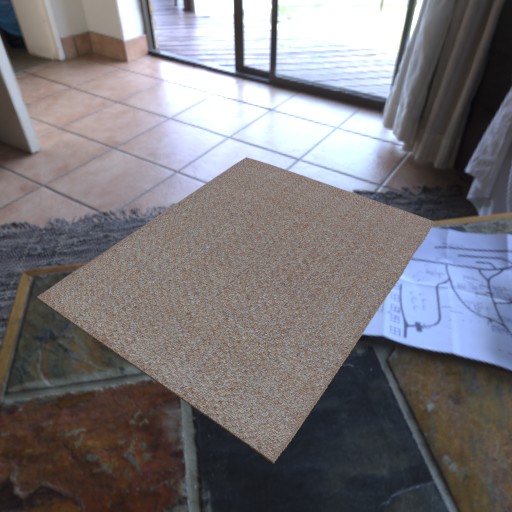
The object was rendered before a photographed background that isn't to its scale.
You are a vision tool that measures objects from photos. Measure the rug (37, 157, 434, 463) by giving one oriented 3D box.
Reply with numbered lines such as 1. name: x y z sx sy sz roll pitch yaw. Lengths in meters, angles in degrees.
1. rug: 0.000 0.000 4.164 2.439 0.013 3.048 25 46 26
